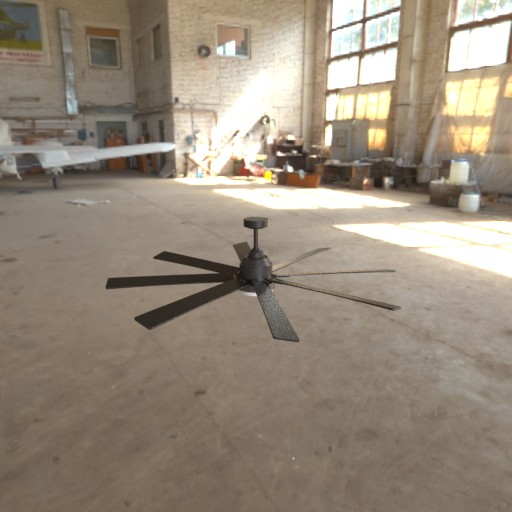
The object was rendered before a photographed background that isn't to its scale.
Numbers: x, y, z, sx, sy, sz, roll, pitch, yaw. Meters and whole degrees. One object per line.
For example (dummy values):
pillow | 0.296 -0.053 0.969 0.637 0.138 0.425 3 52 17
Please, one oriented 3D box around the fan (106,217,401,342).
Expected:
fan | 0.000 0.000 2.782 1.830 0.472 1.830 -2 15 -8
